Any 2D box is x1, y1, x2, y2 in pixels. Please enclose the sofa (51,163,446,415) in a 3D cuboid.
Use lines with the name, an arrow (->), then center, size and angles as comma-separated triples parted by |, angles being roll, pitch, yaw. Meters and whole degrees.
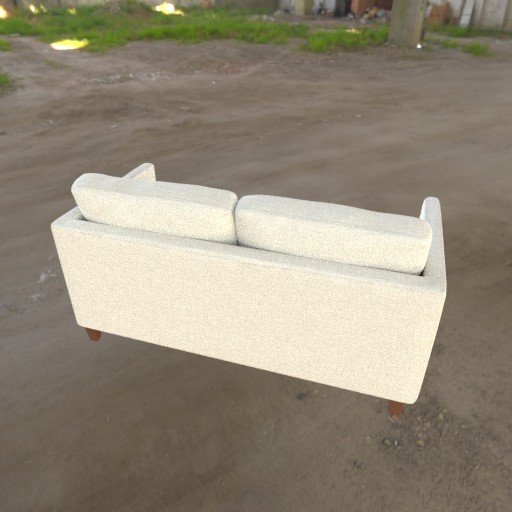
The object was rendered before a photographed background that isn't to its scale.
sofa -> 0.000, 0.000, 2.438 | 1.838, 0.963, 0.950 | 10, 33, 15
